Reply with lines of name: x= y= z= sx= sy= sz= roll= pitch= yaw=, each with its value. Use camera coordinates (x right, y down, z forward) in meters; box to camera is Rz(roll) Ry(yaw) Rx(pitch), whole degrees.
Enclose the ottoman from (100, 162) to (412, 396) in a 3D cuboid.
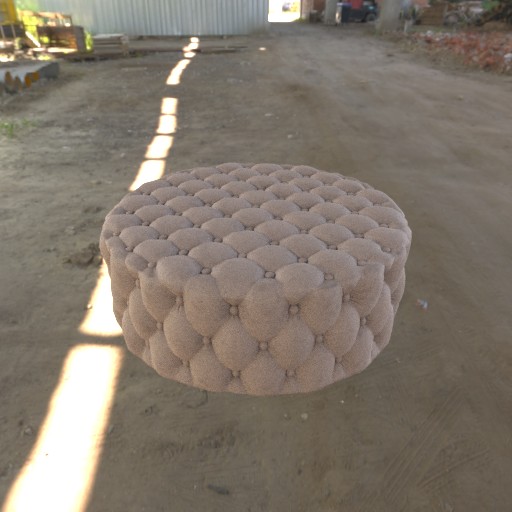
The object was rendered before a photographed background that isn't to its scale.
ottoman: x=0.000 y=0.000 z=1.536 sx=0.998 sy=0.399 sz=0.998 roll=0 pitch=30 yaw=0
